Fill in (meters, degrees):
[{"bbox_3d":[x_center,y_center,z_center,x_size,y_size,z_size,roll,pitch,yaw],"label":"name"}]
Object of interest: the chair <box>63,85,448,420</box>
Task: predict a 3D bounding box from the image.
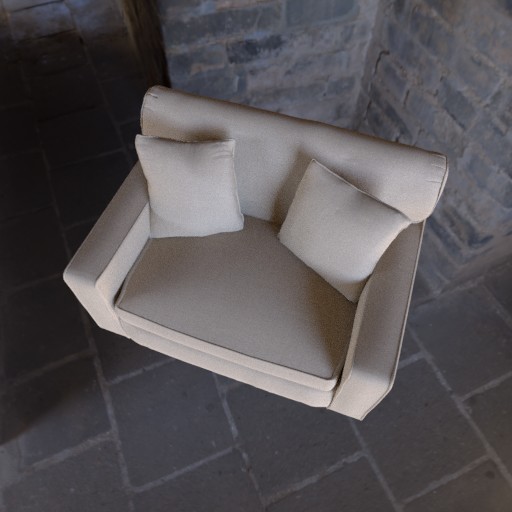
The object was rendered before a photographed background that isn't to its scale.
[{"bbox_3d":[0.000,0.000,2.065,1.383,0.948,1.000,17,60,10],"label":"chair"}]
